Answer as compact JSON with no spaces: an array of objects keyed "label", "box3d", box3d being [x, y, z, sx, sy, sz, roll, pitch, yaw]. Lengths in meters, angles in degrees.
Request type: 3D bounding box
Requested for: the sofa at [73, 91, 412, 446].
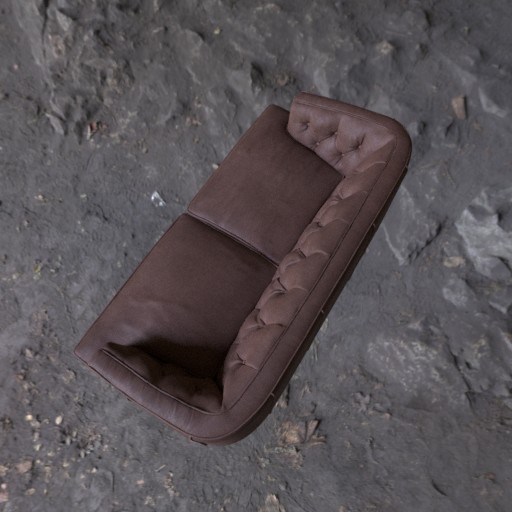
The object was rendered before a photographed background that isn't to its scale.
[{"label":"sofa","box3d":[0.000,0.000,2.248,0.917,0.799,1.767,30,68,13]}]
